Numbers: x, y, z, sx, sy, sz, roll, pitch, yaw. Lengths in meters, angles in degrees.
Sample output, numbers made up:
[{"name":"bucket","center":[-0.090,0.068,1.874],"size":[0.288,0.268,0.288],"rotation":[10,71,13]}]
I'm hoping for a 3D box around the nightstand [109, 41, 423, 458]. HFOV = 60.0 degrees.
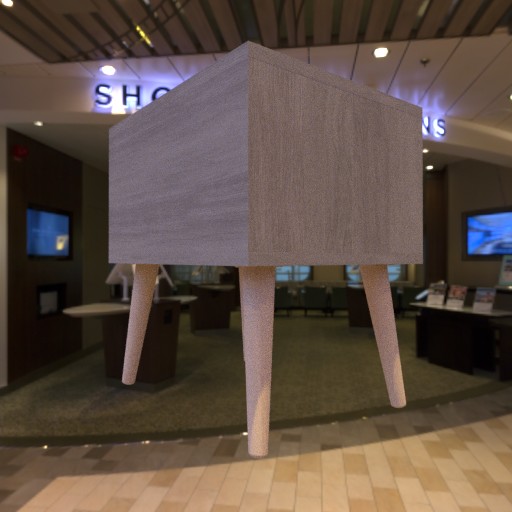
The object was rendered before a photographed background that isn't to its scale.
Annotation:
[{"name":"nightstand","center":[0.000,0.000,0.811],"size":[0.380,0.500,0.450],"rotation":[0,0,-38]}]
